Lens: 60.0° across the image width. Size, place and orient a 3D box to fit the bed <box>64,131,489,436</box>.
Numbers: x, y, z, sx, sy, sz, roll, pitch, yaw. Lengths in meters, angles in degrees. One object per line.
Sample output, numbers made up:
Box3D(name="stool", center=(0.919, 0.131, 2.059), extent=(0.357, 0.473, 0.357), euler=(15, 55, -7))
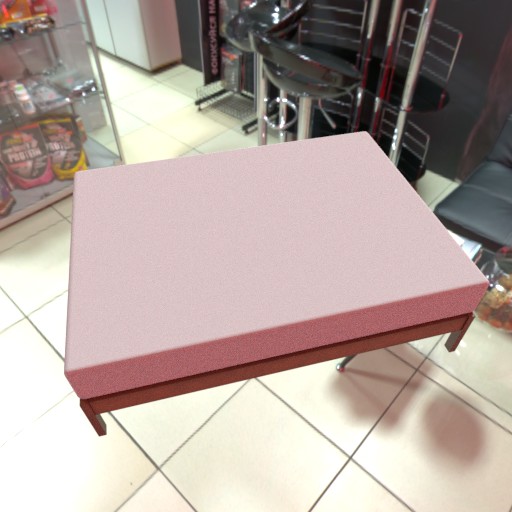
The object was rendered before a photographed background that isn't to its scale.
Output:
Box3D(name="bed", center=(0.000, 0.000, 2.733), extent=(2.050, 0.593, 1.529), euler=(-10, 47, -10))
